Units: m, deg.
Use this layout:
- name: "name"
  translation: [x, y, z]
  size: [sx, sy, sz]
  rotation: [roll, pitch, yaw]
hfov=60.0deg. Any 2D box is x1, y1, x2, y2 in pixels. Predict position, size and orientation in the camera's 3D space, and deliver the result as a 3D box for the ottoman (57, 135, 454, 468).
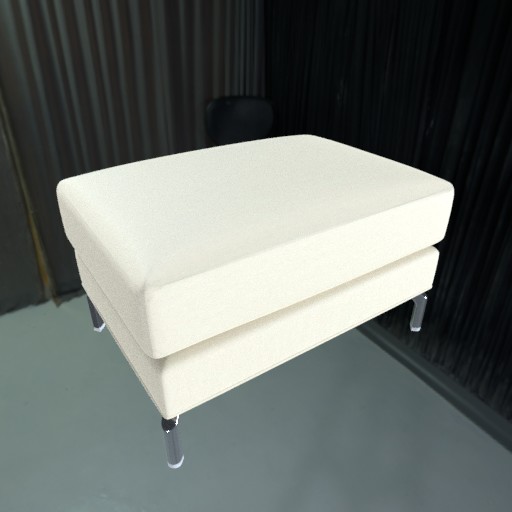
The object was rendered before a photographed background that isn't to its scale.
- name: "ottoman"
  translation: [0.000, 0.000, 1.194]
  size: [0.835, 0.497, 0.581]
  rotation: [-19, 35, -29]
